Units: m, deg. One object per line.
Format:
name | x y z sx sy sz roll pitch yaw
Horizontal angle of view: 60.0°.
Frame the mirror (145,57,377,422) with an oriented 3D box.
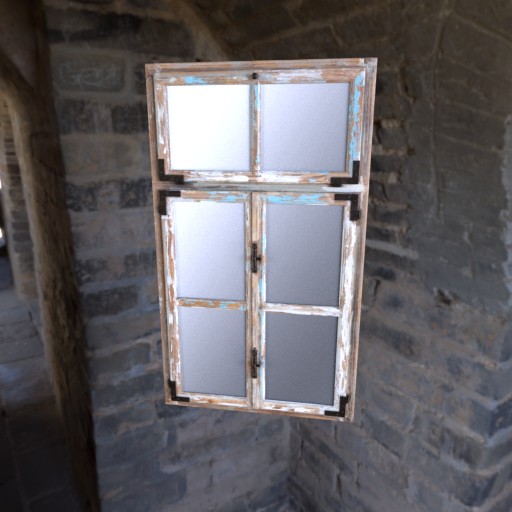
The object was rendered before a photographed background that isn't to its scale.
mirror | 0.000 0.000 1.486 0.707 1.213 0.083 2 15 9
